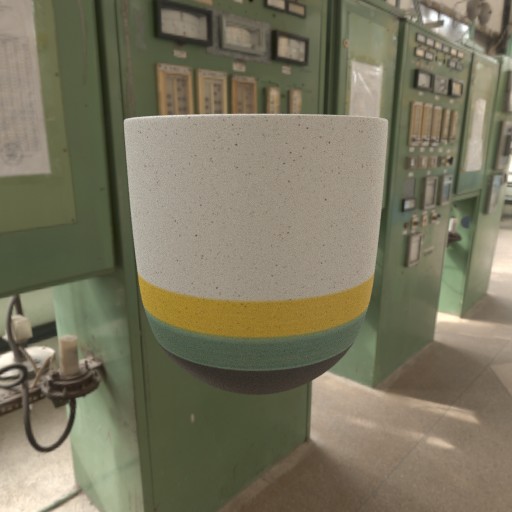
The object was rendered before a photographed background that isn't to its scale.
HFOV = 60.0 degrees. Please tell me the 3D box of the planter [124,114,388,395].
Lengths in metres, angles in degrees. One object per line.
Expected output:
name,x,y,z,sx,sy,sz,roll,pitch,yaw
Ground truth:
planter,0.000,0.000,0.366,0.195,0.214,0.195,0,15,0
